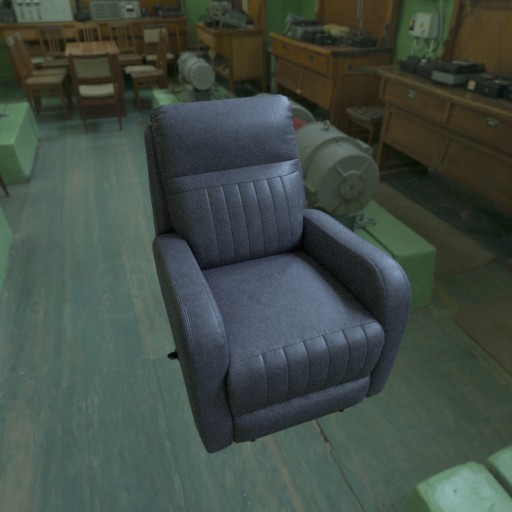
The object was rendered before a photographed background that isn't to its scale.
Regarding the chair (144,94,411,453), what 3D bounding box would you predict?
[{"bbox_3d":[0.000,0.000,1.825,0.865,1.067,1.067,-12,34,-17],"label":"chair"}]
